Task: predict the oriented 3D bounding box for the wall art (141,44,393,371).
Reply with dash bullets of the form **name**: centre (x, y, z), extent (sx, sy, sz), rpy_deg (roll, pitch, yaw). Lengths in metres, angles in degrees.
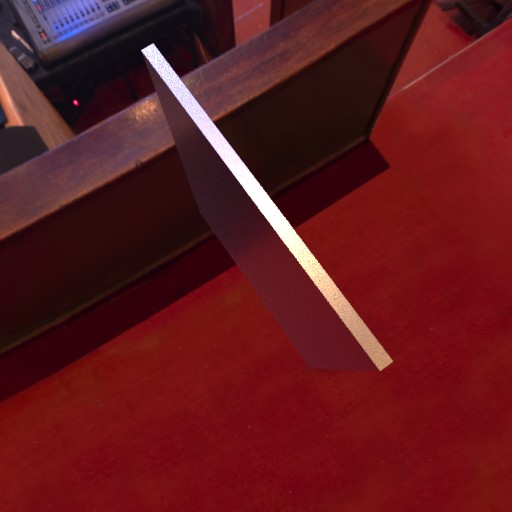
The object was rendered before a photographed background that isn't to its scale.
- **wall art**: centre (0.000, 0.000, 1.382), extent (0.030, 1.046, 0.816), rpy_deg (-34, 78, -8)
